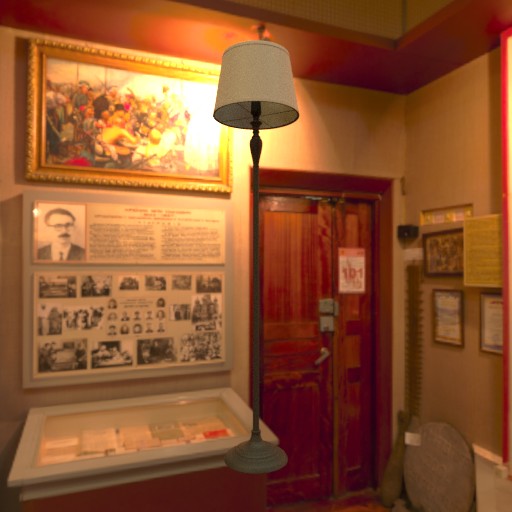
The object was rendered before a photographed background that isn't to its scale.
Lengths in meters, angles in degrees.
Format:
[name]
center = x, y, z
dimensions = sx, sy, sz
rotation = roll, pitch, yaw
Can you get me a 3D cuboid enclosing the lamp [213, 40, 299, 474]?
[lamp]
center = 0.000, 0.000, 1.662
dimensions = 0.327, 1.506, 0.327
rotation = 0, -1, -19
